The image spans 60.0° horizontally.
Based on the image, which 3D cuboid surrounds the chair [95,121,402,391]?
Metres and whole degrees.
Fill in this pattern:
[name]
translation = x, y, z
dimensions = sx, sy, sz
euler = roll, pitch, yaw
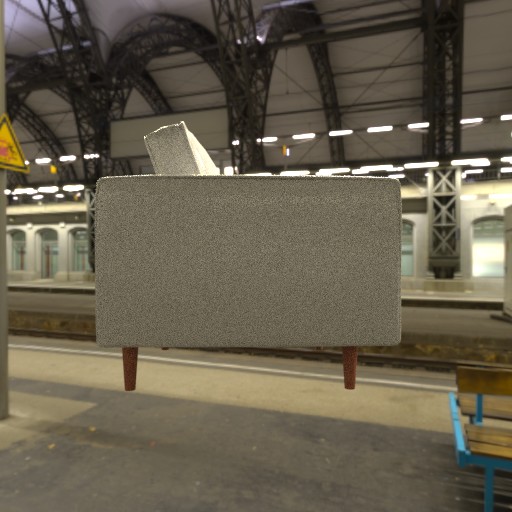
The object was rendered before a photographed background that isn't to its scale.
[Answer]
[chair]
translation = 0.000, 0.000, 1.567
dimensions = 0.843, 0.773, 0.928
euler = 0, 0, -1
